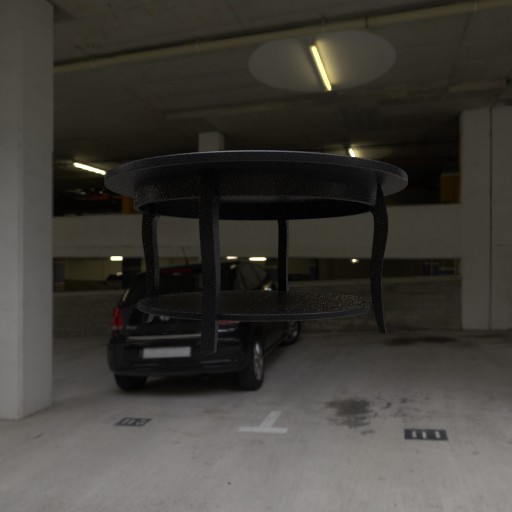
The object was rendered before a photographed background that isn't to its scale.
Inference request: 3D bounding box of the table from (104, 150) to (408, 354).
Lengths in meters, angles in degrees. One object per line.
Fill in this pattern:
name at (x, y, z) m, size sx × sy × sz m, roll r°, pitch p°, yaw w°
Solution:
table at (0.000, 0.000, 1.411) m, size 0.914 × 0.457 × 0.914 m, roll 0°, pitch 0°, yaw 0°
